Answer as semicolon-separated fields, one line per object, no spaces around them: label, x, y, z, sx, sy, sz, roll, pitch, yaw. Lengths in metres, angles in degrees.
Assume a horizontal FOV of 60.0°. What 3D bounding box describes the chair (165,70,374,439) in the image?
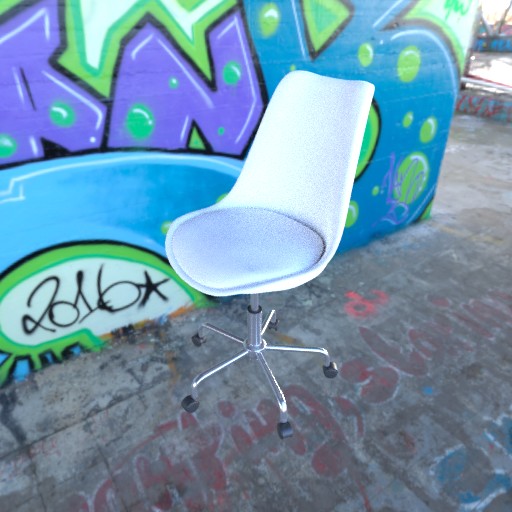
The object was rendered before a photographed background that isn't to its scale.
chair;0.000;0.000;1.274;0.550;0.930;0.550;-20;35;-30
